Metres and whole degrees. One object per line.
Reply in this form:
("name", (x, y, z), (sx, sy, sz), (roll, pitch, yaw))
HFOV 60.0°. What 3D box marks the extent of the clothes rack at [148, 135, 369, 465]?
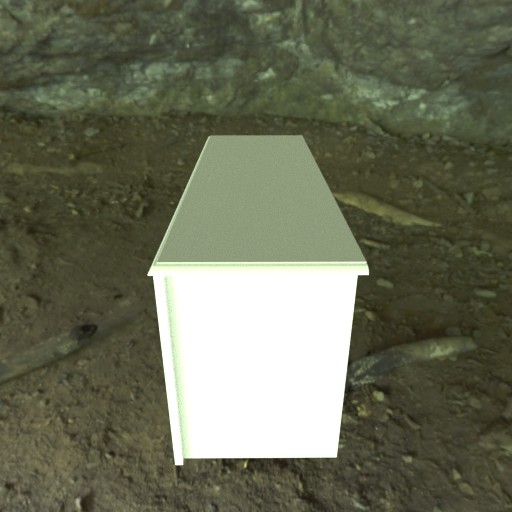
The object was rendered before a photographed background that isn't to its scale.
("clothes rack", (0.000, 0.000, 1.474), (0.405, 0.558, 1.218), (0, 26, 0))
